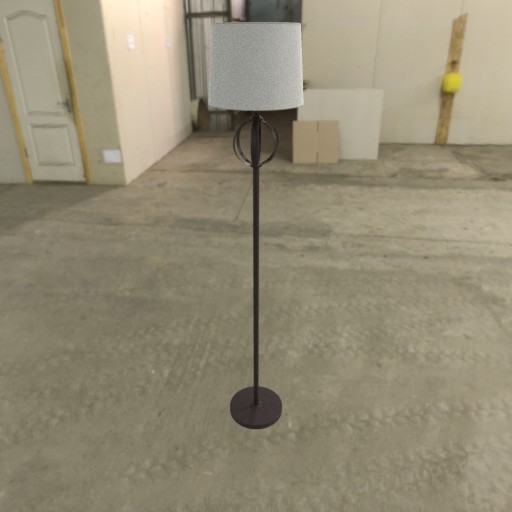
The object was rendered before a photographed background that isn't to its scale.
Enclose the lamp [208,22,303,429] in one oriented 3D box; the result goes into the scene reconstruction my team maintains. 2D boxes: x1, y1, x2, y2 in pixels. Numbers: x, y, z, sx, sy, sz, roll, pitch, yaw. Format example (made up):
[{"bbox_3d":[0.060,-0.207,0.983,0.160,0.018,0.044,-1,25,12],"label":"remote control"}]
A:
[{"bbox_3d":[0.000,0.000,1.574,0.286,1.462,0.286,17,31,31],"label":"lamp"}]
